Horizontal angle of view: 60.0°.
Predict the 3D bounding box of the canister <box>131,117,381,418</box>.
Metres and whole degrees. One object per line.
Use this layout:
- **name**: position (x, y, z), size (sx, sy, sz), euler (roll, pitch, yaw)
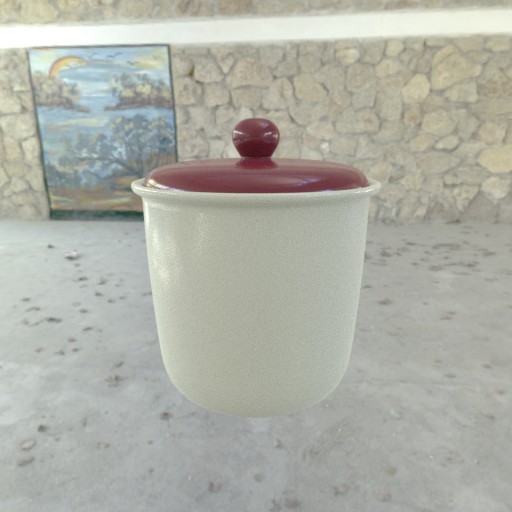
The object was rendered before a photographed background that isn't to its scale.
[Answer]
- **canister**: position (0.000, 0.000, 0.348), size (0.182, 0.208, 0.182), euler (0, 15, 0)
